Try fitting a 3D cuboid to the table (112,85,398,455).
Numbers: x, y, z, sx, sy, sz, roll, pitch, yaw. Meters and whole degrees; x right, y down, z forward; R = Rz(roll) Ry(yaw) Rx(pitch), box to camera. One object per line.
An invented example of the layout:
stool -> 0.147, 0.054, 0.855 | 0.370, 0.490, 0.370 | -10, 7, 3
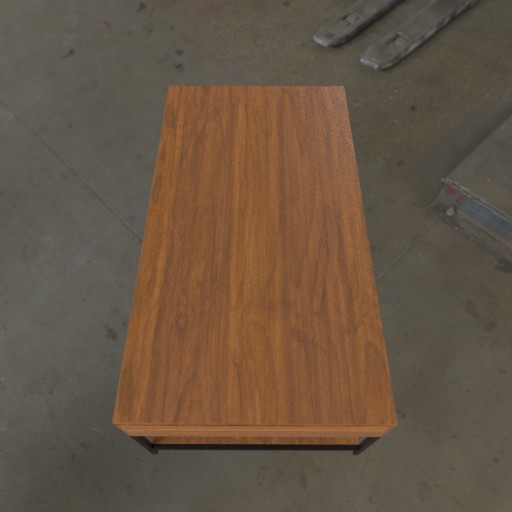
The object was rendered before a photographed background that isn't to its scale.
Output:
table -> 0.000, 0.000, 1.347 | 0.574, 0.414, 1.057 | 0, 58, 0
